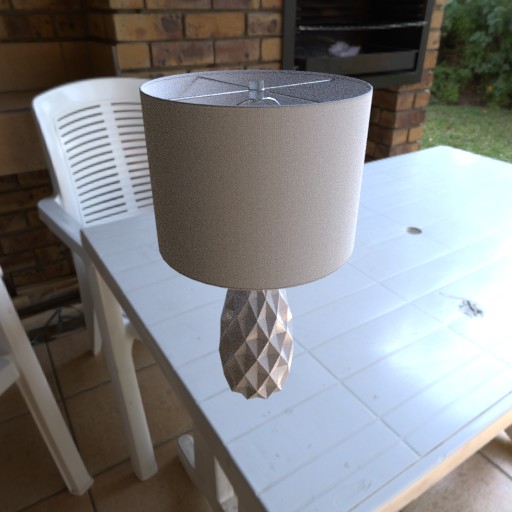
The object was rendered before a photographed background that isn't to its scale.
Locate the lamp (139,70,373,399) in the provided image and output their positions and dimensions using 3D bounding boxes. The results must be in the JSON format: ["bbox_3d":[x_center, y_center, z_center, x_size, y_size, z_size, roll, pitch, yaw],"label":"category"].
[{"bbox_3d":[0.000,0.000,0.703,0.297,0.522,0.297,0,29,0],"label":"lamp"}]
